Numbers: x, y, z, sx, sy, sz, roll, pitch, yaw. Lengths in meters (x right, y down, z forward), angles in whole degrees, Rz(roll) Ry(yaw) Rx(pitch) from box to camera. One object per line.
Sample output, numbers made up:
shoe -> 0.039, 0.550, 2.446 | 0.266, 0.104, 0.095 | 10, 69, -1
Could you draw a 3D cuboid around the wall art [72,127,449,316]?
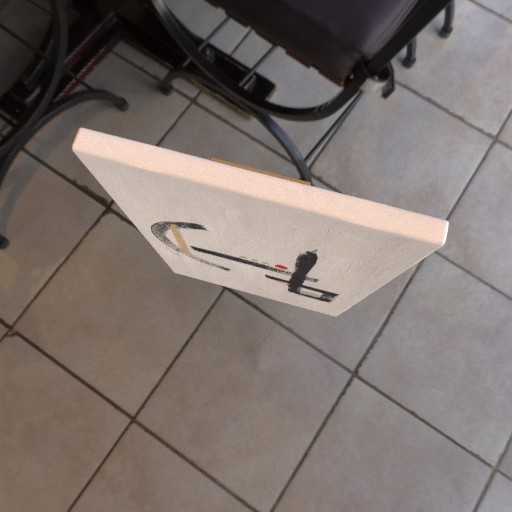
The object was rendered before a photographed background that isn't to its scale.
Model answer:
wall art -> 0.000, 0.000, 1.133 | 0.602, 0.916, 0.048 | 15, 76, 4
